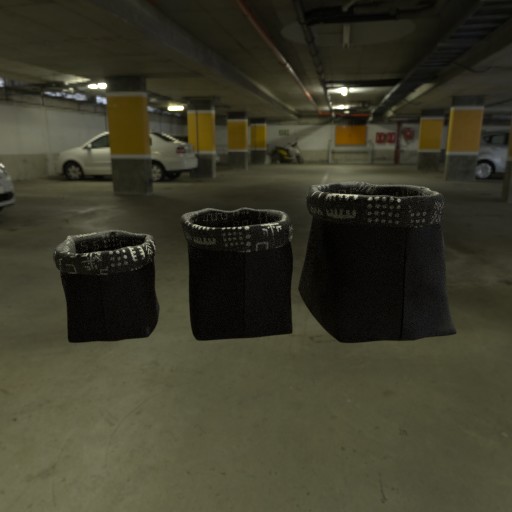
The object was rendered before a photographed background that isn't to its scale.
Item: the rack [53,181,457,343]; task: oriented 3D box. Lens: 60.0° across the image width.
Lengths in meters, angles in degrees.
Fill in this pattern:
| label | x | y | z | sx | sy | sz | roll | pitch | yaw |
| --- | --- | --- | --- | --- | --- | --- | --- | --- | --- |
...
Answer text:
| label | x | y | z | sx | sy | sz | roll | pitch | yaw |
| --- | --- | --- | --- | --- | --- | --- | --- | --- | --- |
| rack | 0.000 | 0.000 | 1.067 | 0.905 | 0.323 | 0.379 | -2 | 14 | -7 |
